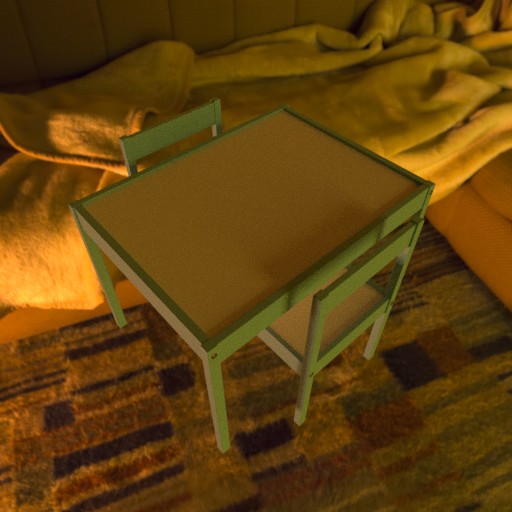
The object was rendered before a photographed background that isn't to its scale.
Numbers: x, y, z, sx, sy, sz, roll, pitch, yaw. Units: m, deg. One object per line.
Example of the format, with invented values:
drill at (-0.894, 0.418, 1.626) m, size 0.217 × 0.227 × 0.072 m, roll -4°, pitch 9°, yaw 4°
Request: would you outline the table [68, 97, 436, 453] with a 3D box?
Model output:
table at (0.000, 0.000, 1.109) m, size 0.639 × 0.503 × 0.633 m, roll -33°, pitch 56°, yaw -27°
